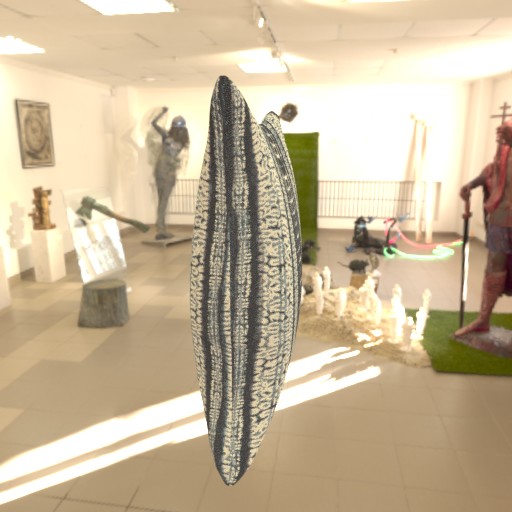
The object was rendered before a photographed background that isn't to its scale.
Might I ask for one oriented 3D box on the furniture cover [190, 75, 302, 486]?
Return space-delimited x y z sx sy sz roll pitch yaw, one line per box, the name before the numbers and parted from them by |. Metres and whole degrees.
furniture cover | 0.000 0.000 0.647 0.133 0.435 0.425 2 14 8
